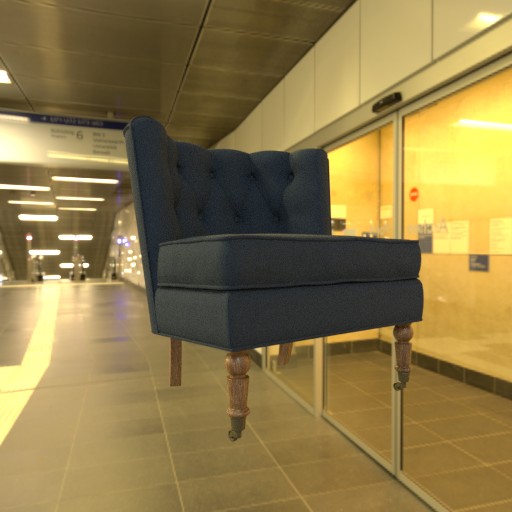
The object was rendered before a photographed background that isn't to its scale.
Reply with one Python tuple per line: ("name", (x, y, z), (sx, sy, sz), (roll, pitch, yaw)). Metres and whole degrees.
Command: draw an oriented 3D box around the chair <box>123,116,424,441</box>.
("chair", (0.000, 0.000, 1.343), (0.740, 0.771, 0.718), (-1, 1, -36))
